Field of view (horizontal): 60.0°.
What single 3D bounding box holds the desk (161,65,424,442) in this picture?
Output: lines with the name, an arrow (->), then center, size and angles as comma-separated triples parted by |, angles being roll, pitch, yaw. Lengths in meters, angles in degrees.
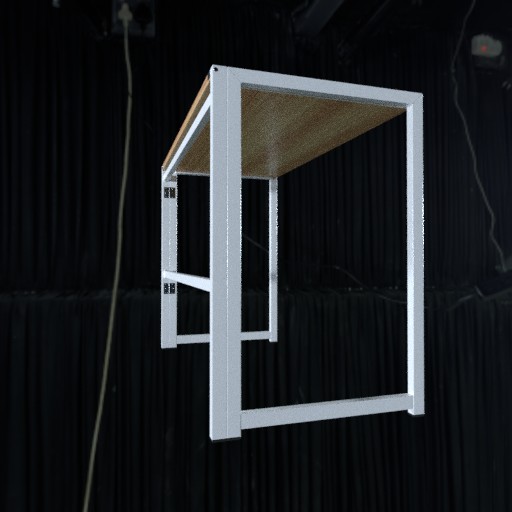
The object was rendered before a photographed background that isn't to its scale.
desk -> 0.000, 0.000, 1.451 | 0.508, 0.762, 1.016 | 0, -1, -18
